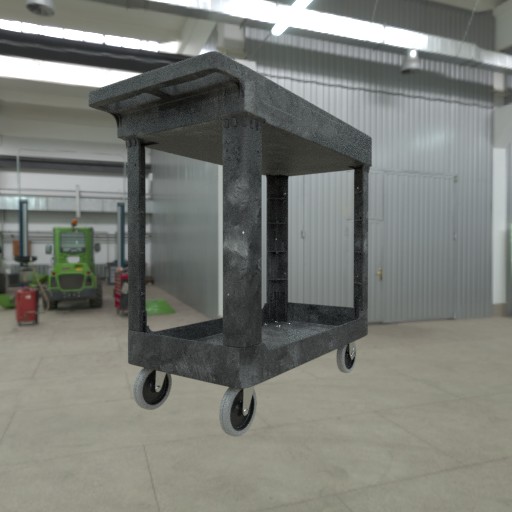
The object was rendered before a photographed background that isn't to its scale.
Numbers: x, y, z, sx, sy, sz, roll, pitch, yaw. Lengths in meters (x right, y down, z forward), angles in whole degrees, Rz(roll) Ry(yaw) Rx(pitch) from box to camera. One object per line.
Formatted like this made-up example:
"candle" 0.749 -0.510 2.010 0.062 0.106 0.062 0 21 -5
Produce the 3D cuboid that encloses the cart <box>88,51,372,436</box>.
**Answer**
"cart" 0.000 0.000 1.343 0.420 0.824 0.877 1 1 35
